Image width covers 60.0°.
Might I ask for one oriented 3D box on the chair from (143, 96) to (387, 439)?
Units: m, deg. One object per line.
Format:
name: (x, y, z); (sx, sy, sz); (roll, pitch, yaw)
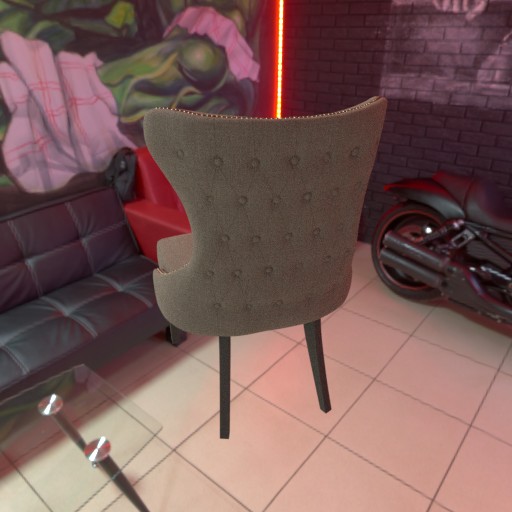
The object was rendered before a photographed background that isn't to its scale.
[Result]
chair: (0.000, 0.000, 1.377); (0.628, 0.967, 0.635); (-8, 28, -16)
